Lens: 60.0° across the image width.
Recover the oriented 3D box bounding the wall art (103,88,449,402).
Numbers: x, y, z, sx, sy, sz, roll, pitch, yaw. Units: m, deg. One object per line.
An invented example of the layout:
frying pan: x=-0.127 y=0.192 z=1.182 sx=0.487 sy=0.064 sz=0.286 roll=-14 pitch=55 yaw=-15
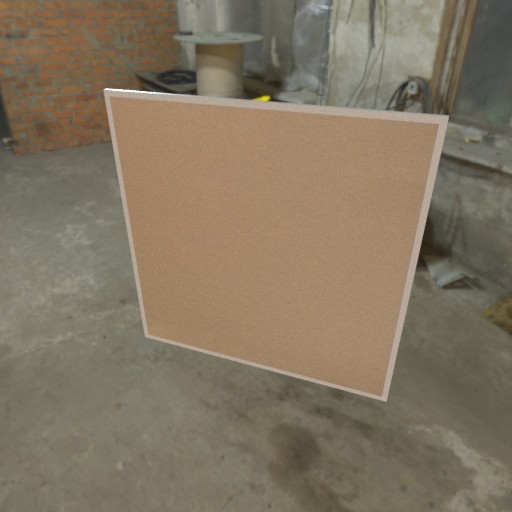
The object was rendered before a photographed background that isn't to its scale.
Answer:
wall art: x=0.000 y=0.000 z=1.201 sx=0.809 sy=0.809 sz=0.012 roll=11 pitch=33 yaw=17
